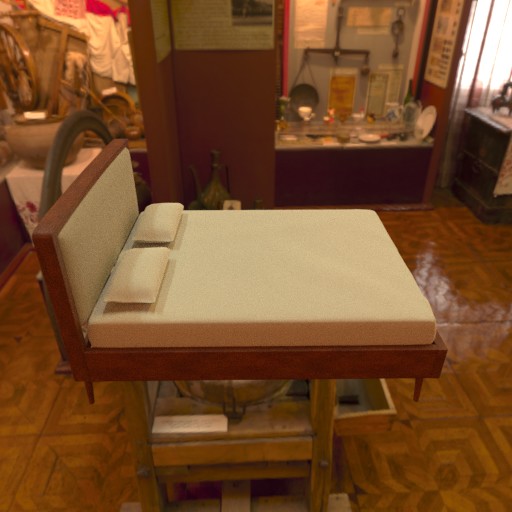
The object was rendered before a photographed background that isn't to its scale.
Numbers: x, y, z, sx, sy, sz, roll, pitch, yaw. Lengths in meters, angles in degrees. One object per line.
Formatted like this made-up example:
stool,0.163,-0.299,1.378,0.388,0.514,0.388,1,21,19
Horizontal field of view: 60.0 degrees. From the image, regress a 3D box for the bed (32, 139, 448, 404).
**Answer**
bed,0.000,0.000,3.143,2.196,1.275,1.587,0,31,-1
